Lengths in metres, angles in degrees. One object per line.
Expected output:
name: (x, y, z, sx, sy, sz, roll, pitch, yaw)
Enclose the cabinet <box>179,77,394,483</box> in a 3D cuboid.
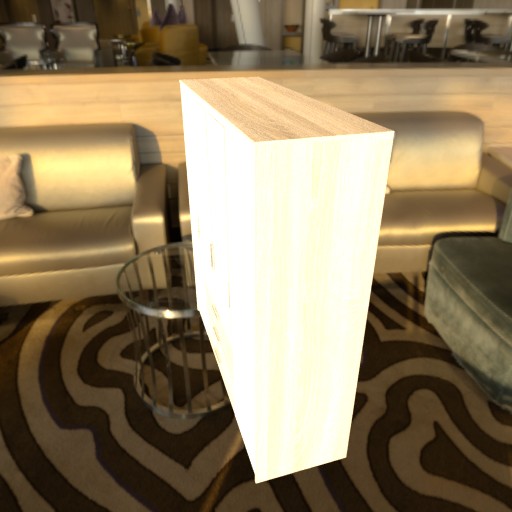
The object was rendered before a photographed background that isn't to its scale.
cabinet: (0.000, 0.000, 3.036, 0.620, 2.060, 1.870, -9, 30, -15)
